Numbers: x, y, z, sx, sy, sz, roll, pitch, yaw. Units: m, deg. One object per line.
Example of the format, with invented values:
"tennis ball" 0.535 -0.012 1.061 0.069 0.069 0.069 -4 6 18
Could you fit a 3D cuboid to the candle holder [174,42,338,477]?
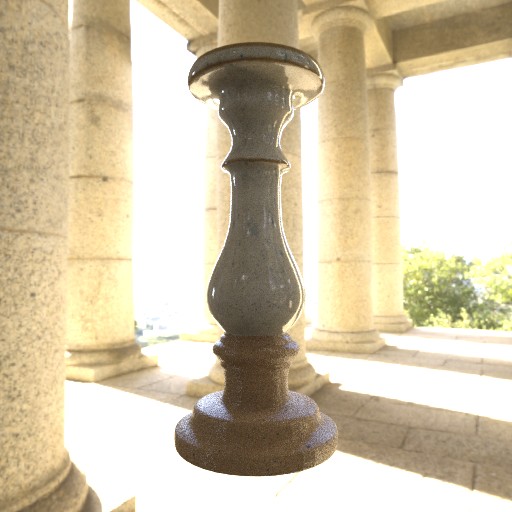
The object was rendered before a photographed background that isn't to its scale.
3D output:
"candle holder" 0.000 0.000 0.244 0.088 0.203 0.088 0 -2 0
